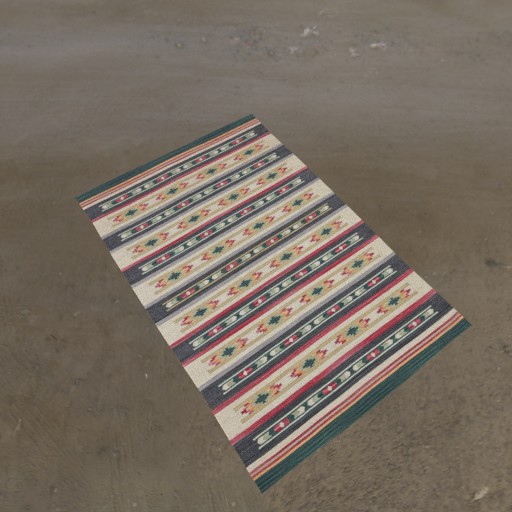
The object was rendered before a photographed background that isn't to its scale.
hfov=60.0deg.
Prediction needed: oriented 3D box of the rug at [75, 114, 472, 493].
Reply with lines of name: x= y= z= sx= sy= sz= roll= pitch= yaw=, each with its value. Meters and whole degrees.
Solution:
rug: x=0.000 y=0.000 z=2.298 sx=1.221 sy=0.009 sz=1.825 roll=-31 pitch=63 yaw=-18
